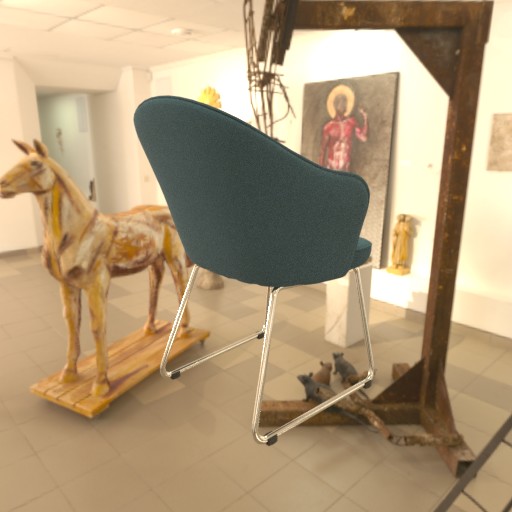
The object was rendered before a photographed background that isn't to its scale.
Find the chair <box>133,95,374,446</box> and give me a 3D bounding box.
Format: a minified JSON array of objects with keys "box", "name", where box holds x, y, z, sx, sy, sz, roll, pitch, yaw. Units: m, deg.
[{"box":[0.000,0.000,1.241,0.585,0.815,0.570,-14,21,-42],"name":"chair"}]
